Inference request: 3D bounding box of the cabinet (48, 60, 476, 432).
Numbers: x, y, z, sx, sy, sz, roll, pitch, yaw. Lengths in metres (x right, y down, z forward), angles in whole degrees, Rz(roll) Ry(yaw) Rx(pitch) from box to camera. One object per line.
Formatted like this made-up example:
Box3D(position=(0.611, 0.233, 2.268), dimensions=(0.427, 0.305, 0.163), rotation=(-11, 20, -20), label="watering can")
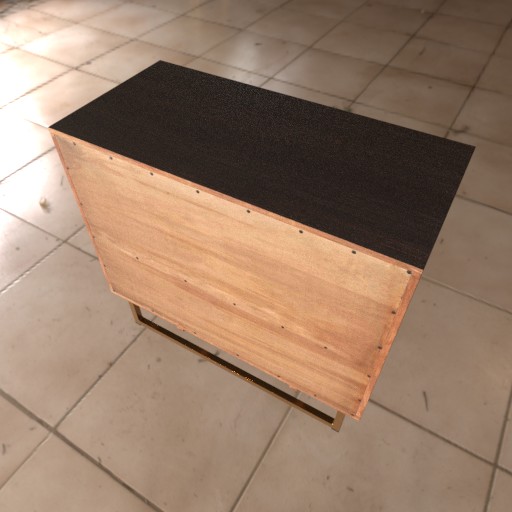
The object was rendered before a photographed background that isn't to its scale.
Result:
Box3D(position=(0.000, 0.000, 1.400), dimensions=(0.950, 0.860, 0.451), rotation=(23, 51, 20), label="cabinet")
